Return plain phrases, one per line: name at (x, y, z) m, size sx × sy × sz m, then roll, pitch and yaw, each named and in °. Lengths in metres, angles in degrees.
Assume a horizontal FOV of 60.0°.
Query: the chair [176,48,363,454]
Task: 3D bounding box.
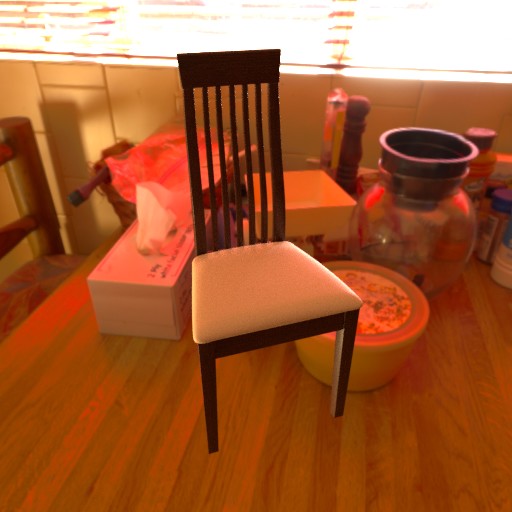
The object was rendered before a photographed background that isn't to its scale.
chair at (0.000, 0.000, 1.278) m, size 0.460 × 1.027 × 0.474 m, roll -10°, pitch 33°, yaw -15°
